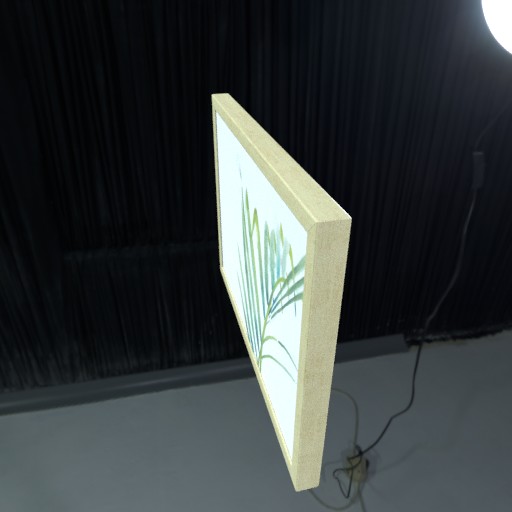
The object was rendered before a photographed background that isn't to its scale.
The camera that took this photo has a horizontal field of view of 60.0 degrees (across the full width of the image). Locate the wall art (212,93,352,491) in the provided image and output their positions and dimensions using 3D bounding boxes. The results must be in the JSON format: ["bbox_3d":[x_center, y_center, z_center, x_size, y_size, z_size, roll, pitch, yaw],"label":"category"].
[{"bbox_3d":[0.000,0.000,0.687,0.032,0.381,0.533,-7,32,-12],"label":"wall art"}]
